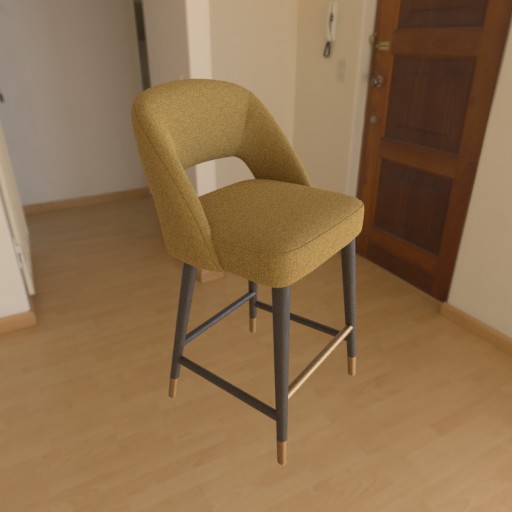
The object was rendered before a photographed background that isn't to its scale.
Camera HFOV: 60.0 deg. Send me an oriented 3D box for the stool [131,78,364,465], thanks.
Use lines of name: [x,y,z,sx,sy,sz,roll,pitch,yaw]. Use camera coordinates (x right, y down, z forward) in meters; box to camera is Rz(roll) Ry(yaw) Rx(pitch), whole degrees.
stool: [0.000,0.000,1.292,0.522,0.939,0.536,18,31,32]
